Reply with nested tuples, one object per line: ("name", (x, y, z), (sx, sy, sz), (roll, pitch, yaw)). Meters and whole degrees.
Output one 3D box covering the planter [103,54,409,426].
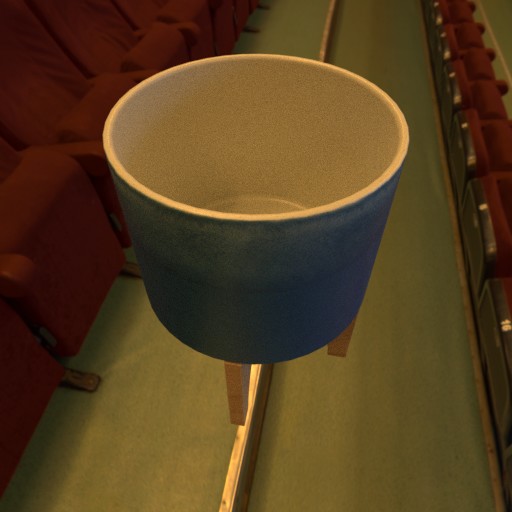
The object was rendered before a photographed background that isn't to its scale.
("planter", (0.000, 0.000, 0.381), (0.192, 0.263, 0.192), (0, 48, 0))
